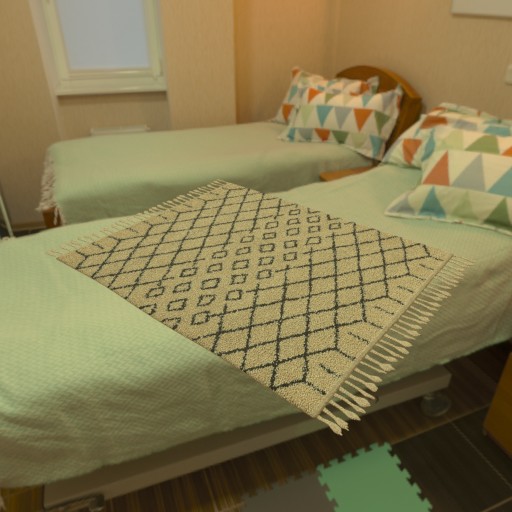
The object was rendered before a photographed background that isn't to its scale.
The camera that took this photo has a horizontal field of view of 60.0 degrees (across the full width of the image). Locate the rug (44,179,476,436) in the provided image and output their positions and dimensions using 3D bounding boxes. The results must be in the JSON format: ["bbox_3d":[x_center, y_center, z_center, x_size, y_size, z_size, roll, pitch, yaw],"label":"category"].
[{"bbox_3d":[0.000,0.000,4.085,3.213,0.030,2.388,23,38,33],"label":"rug"}]
